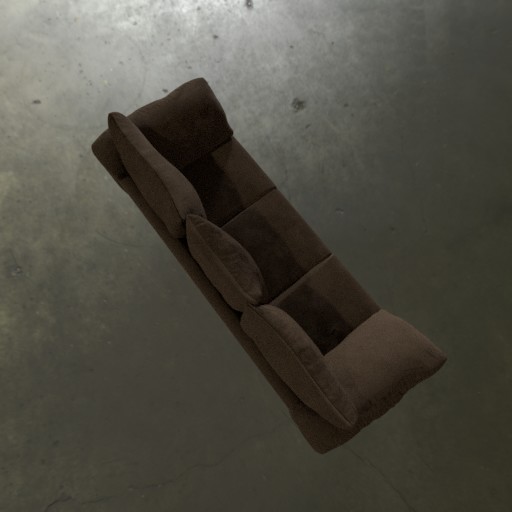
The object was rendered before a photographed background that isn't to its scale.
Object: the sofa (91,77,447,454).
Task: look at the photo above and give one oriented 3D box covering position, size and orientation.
[{"bbox_3d":[0.000,0.000,2.823,0.878,1.015,2.336,-37,78,-9],"label":"sofa"}]
